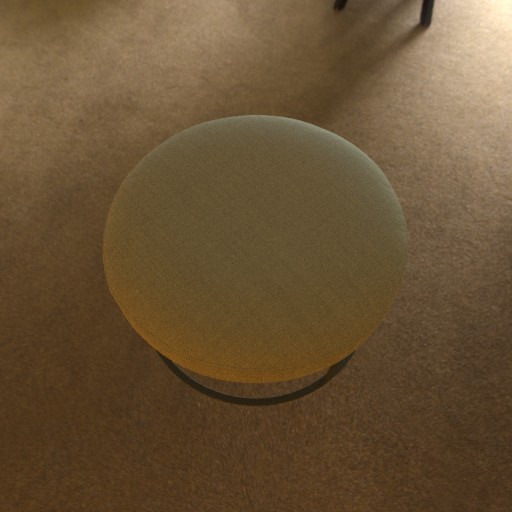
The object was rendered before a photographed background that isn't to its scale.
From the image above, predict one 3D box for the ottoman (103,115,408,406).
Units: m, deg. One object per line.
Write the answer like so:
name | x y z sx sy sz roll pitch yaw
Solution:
ottoman | 0.000 0.000 1.259 0.772 0.460 0.772 0 60 0
